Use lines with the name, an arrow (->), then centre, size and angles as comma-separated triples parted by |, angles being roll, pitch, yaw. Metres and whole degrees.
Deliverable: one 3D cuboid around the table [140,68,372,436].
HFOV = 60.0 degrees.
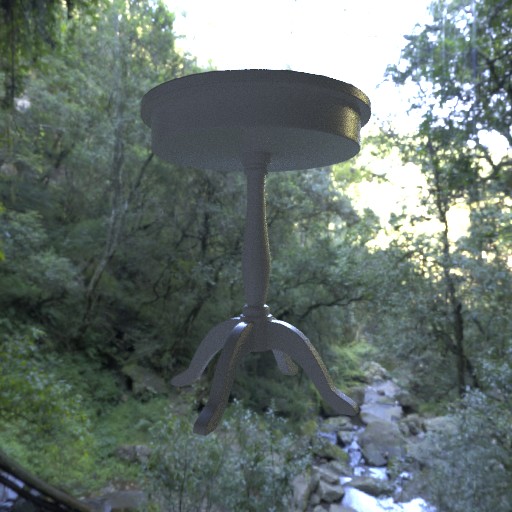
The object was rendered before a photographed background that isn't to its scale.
table -> 0.000, 0.000, 1.020 | 0.513, 0.653, 0.513 | 0, 1, 0
